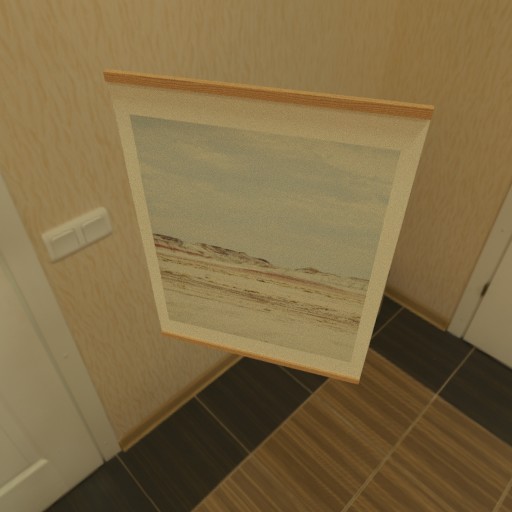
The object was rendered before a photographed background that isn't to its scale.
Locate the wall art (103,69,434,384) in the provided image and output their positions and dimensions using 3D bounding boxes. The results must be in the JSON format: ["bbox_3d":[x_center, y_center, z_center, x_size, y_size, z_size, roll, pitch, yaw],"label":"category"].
[{"bbox_3d":[0.000,0.000,0.796,0.458,0.605,0.011,11,43,12],"label":"wall art"}]
